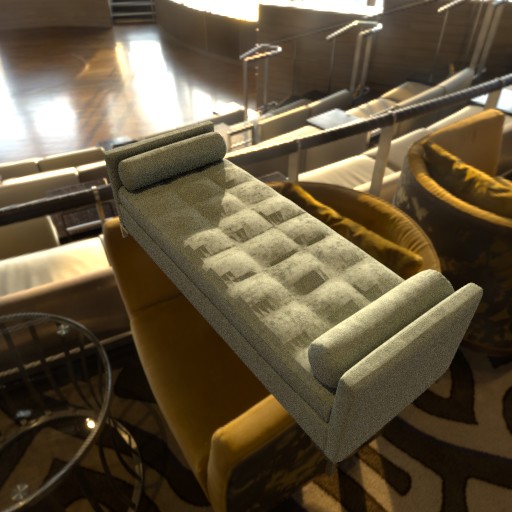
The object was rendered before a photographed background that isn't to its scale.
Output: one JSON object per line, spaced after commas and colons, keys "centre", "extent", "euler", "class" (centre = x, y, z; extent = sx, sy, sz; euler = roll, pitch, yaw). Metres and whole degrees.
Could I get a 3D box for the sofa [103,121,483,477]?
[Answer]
{"centre": [0.000, 0.000, 2.456], "extent": [0.797, 0.657, 2.102], "euler": [-26, 47, -27], "class": "sofa"}
